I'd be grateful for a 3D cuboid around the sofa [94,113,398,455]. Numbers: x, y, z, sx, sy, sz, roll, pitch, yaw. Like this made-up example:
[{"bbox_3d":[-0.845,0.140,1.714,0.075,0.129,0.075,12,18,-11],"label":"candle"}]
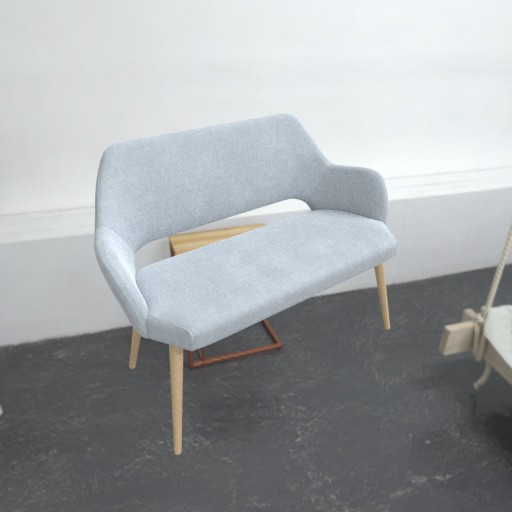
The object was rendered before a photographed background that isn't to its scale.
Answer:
[{"bbox_3d":[0.000,0.000,1.644,1.150,0.840,0.610,-21,36,-31],"label":"sofa"}]
